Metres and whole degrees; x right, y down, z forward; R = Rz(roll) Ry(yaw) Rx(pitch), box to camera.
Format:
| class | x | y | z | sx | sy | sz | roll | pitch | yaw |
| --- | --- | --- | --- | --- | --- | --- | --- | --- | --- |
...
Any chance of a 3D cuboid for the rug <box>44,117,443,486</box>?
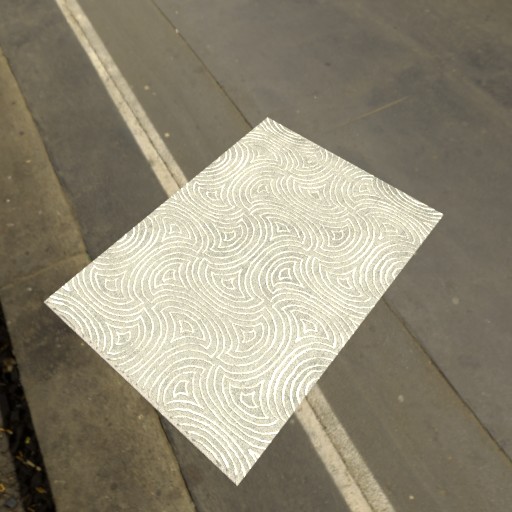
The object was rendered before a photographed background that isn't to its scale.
| class | x | y | z | sx | sy | sz | roll | pitch | yaw |
| --- | --- | --- | --- | --- | --- | --- | --- | --- | --- |
| rug | 0.000 | 0.000 | 2.844 | 1.543 | 0.015 | 2.144 | 35 | 64 | 20 |
